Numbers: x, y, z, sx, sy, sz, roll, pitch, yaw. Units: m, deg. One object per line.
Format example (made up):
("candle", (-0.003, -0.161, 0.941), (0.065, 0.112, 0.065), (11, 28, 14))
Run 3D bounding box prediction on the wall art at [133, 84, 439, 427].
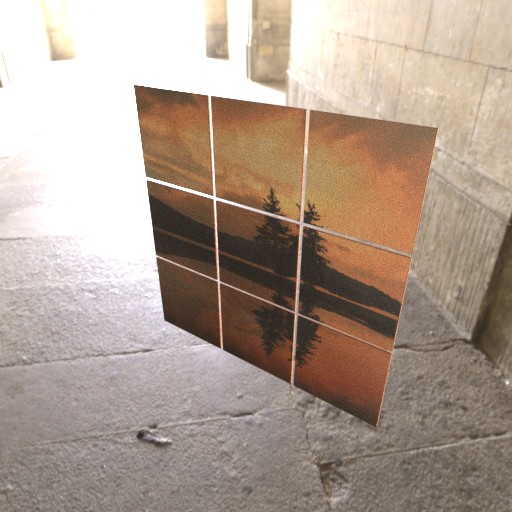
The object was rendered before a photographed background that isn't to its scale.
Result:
("wall art", (0.000, 0.000, 1.820), (1.216, 1.218, 0.013), (20, 36, 30))
